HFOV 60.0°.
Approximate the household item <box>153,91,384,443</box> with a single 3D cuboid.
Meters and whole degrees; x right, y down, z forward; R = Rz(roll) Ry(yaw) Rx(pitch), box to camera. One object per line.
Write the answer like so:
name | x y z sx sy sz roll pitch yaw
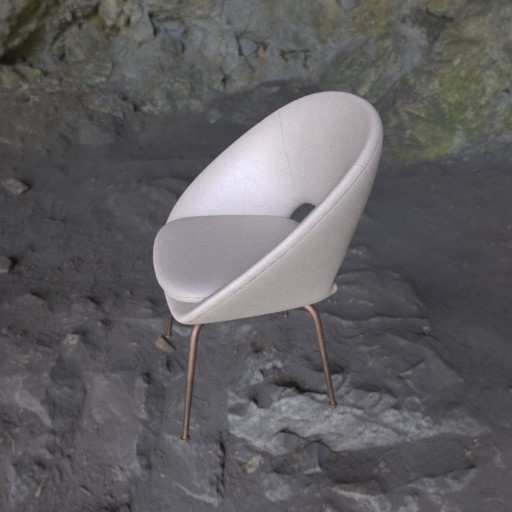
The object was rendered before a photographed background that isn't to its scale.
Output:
household item | 0.000 0.000 1.272 0.573 0.852 0.623 -8 32 -13
